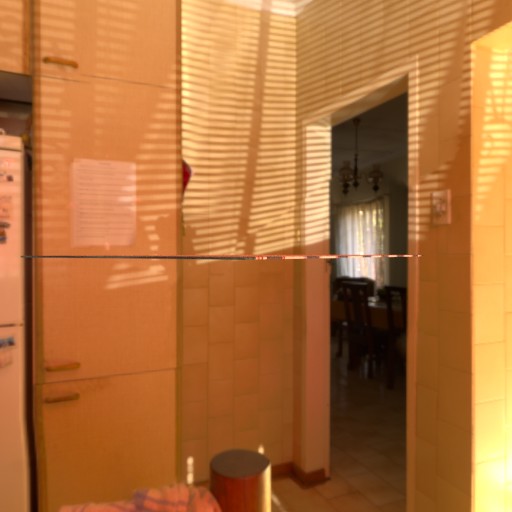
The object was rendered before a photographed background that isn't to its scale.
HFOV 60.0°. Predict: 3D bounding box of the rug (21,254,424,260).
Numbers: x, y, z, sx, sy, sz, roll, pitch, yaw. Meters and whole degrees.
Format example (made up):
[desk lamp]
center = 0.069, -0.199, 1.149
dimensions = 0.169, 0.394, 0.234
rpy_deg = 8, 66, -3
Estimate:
[rug]
center = 0.000, 0.000, 2.315
dimensions = 1.221, 0.009, 1.825
rpy_deg = 0, 0, 35
